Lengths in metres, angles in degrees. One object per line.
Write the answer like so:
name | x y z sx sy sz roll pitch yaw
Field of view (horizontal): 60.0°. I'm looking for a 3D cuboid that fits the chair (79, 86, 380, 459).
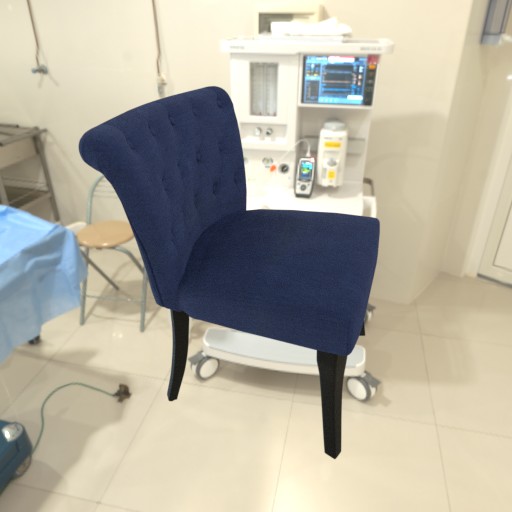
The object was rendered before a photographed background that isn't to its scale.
chair | 0.000 0.000 1.171 0.606 0.753 0.585 10 31 17
